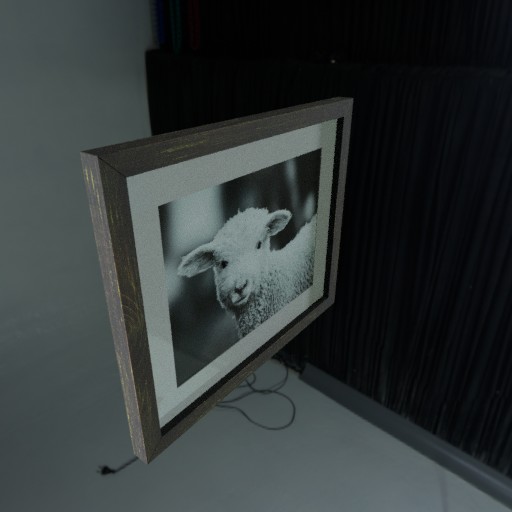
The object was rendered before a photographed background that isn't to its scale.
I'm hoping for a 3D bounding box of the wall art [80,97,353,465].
[{"bbox_3d":[0.000,0.000,0.754,0.032,0.457,0.558,19,33,33],"label":"wall art"}]
